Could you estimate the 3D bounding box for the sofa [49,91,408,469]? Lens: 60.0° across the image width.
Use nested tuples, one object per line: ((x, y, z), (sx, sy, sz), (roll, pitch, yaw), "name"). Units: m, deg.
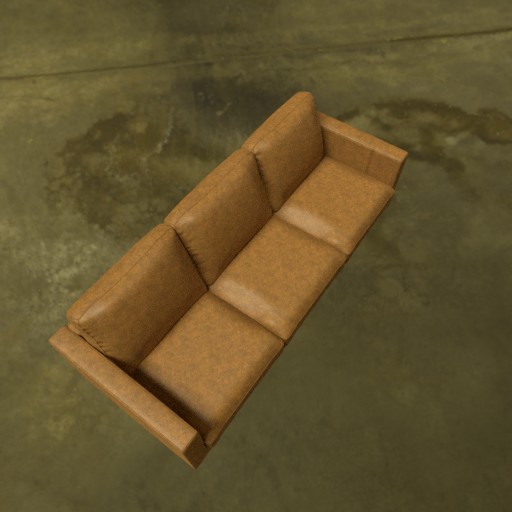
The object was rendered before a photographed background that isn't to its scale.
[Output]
((0.000, 0.000, 2.695), (0.903, 0.930, 2.231), (31, 62, 19), "sofa")
